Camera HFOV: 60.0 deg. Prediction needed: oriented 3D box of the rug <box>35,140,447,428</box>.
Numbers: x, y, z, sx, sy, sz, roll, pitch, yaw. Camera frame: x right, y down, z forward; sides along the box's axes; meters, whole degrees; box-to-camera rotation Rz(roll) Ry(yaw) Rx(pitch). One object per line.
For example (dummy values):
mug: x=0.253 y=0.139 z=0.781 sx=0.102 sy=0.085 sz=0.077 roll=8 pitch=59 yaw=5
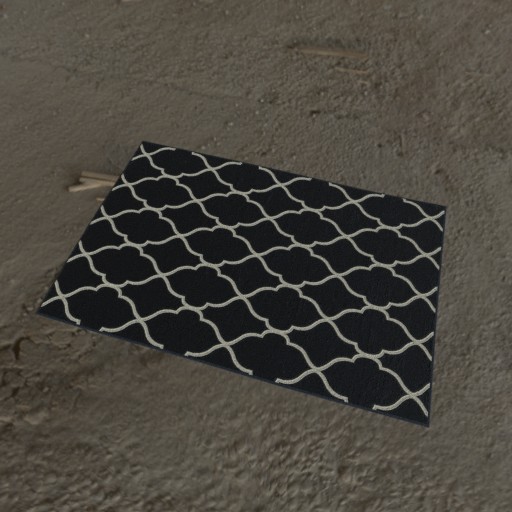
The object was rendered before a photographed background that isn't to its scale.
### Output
rug: x=0.000 y=0.000 z=2.831 sx=2.290 sy=0.014 sz=1.526 roll=14 pitch=58 yaw=9
